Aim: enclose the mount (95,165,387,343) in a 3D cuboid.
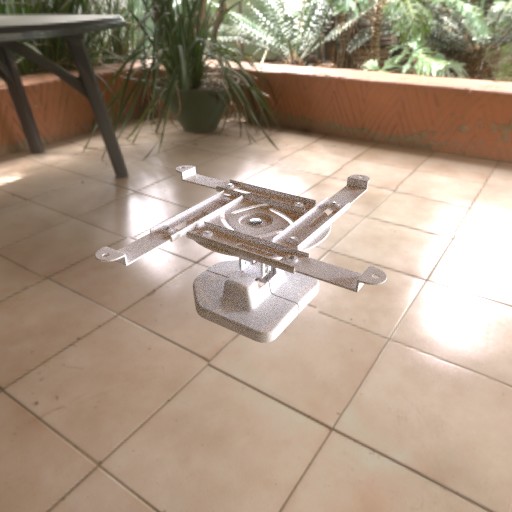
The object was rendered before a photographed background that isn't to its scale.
[{"bbox_3d":[0.000,0.000,0.611,0.394,0.141,0.394,18,35,28],"label":"mount"}]
